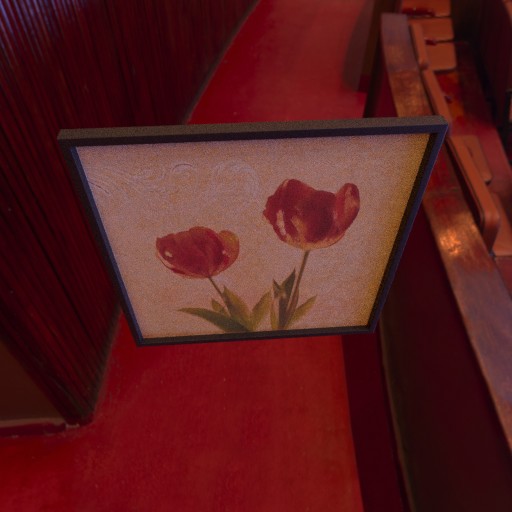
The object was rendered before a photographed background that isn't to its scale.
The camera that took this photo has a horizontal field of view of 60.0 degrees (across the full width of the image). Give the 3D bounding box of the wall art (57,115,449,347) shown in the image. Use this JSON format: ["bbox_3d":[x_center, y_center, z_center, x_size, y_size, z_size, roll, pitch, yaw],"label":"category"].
[{"bbox_3d":[0.000,0.000,1.219,0.805,0.807,0.043,-3,48,-3],"label":"wall art"}]
